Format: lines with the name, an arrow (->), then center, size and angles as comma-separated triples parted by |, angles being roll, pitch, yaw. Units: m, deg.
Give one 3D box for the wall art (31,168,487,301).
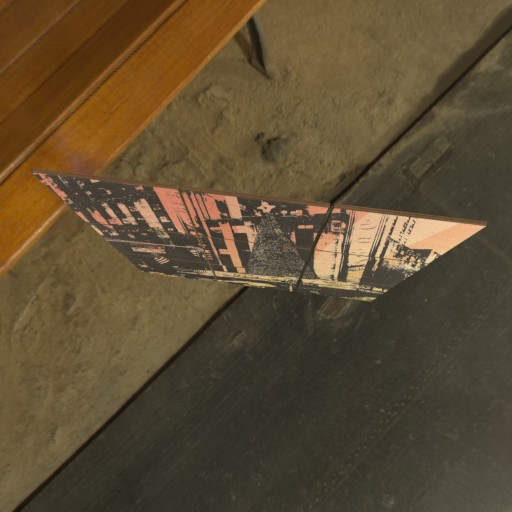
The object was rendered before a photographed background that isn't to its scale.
wall art -> 0.000, 0.000, 1.329 | 0.919, 0.917, 0.010 | 7, 75, 2
